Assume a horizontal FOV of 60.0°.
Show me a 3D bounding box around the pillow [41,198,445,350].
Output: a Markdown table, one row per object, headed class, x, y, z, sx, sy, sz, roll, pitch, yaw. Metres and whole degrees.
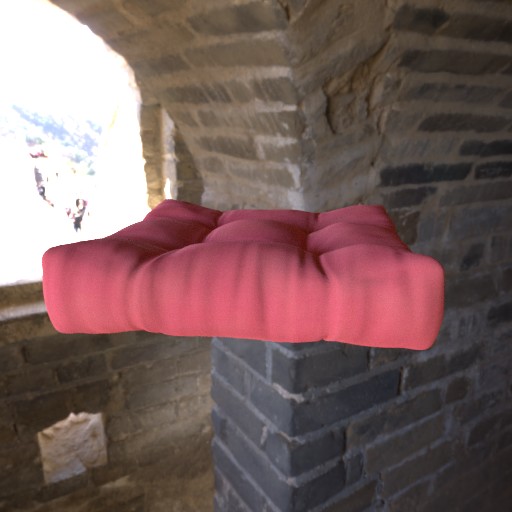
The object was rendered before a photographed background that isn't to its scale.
| class | x | y | z | sx | sy | sz | roll | pitch | yaw |
| --- | --- | --- | --- | --- | --- | --- | --- | --- | --- |
| pillow | 0.000 | 0.000 | 0.733 | 0.490 | 0.128 | 0.468 | 2 | 15 | 8 |
